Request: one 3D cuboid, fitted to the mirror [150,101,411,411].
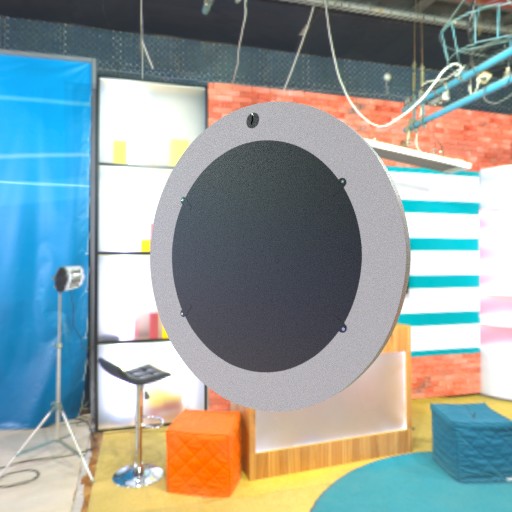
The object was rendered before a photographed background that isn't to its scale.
[{"bbox_3d":[0.000,0.000,1.346,0.914,0.914,0.038,-1,-1,36],"label":"mirror"}]
